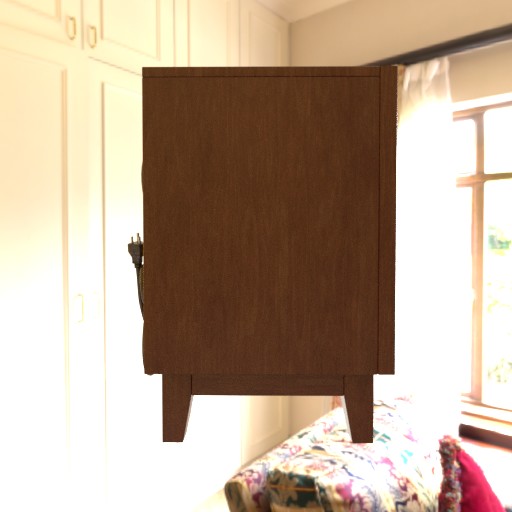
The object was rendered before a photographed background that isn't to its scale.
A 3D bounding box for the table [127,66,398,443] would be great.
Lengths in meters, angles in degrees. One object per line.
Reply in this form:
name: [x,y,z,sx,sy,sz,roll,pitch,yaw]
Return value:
table: [0.000,0.000,0.981,0.449,0.609,0.557,0,1,0]
